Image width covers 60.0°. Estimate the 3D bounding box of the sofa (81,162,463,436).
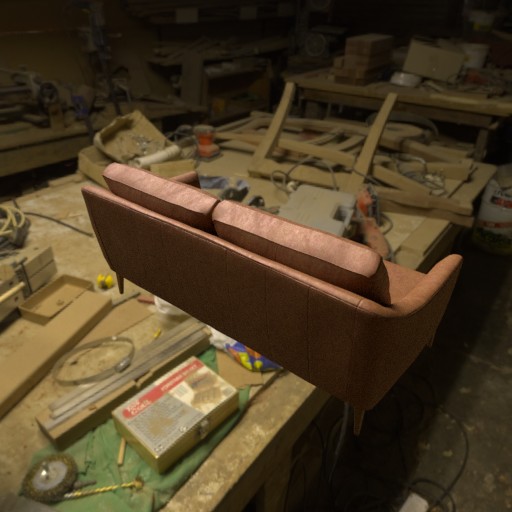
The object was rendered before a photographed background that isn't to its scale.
[{"bbox_3d":[0.000,0.000,2.592,2.036,0.945,0.981,23,38,32],"label":"sofa"}]
